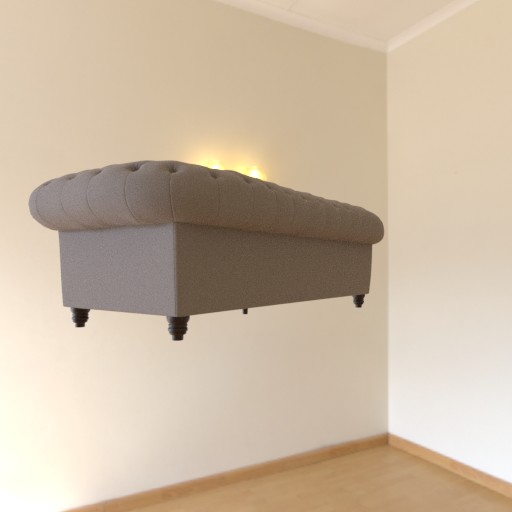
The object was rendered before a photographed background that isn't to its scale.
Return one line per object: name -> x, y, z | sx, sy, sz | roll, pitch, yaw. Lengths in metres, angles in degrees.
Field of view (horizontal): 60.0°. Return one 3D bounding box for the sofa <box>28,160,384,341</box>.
sofa -> 0.000, 0.000, 2.772 | 0.991, 0.749, 2.411 | -1, -2, 36
